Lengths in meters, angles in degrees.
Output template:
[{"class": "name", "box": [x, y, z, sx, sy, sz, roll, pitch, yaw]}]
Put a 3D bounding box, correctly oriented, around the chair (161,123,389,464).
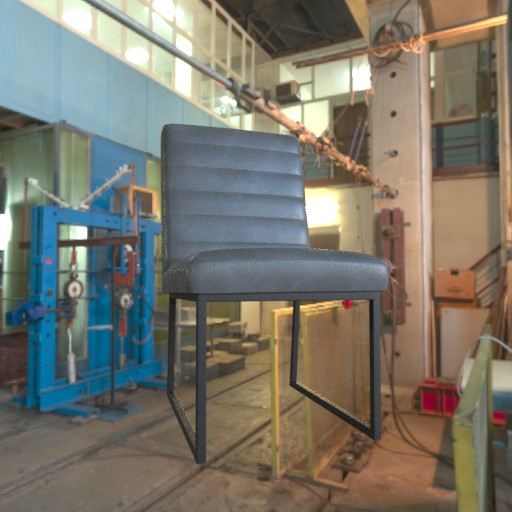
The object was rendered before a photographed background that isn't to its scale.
[{"class": "chair", "box": [0.000, 0.000, 1.332, 0.520, 0.930, 0.634, 1, -2, -18]}]
